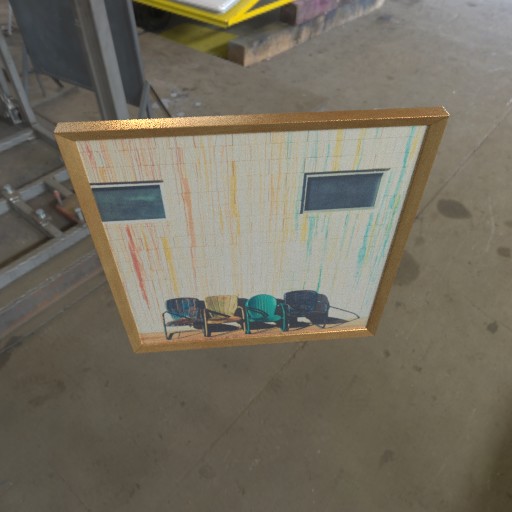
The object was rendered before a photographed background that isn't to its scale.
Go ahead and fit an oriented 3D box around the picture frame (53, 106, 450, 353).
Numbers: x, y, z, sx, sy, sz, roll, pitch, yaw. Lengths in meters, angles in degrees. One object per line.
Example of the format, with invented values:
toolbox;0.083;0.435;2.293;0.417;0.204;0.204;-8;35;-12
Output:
picture frame;0.000;0.000;1.130;0.758;0.761;0.037;-4;46;-3
